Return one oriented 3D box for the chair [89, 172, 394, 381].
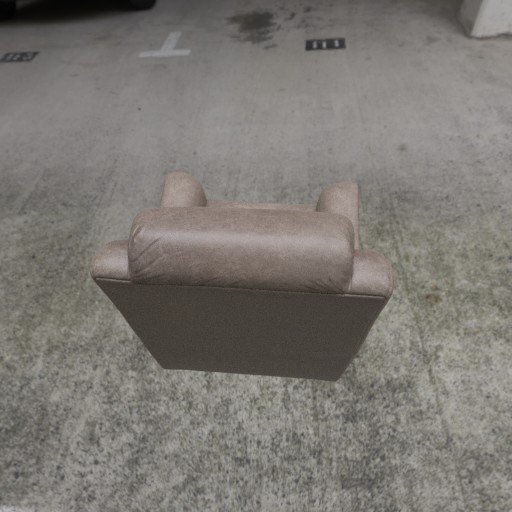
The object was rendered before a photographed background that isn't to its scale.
[{"bbox_3d":[0.000,0.000,1.906,0.967,1.116,1.068,3,46,3],"label":"chair"}]
